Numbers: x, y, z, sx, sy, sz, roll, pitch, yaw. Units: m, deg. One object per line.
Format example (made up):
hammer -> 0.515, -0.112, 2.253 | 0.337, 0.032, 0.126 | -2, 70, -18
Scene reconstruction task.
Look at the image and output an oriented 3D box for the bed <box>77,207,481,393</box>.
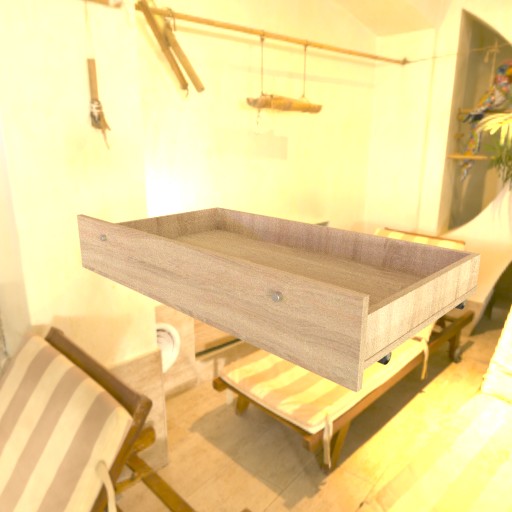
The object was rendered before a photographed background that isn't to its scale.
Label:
bed -> 0.000, 0.000, 1.478 | 1.200, 0.209, 0.685 | 15, 22, 42
